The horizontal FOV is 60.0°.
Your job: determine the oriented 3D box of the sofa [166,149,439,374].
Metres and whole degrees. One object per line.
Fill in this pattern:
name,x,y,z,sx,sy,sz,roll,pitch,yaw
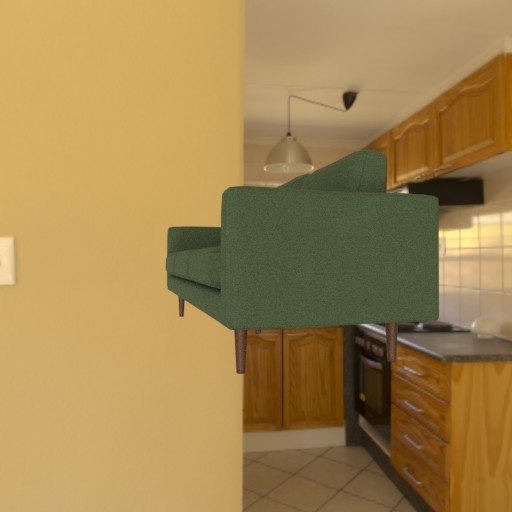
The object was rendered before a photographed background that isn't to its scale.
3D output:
sofa,0.000,0.000,2.567,0.879,0.899,2.029,0,0,-17
